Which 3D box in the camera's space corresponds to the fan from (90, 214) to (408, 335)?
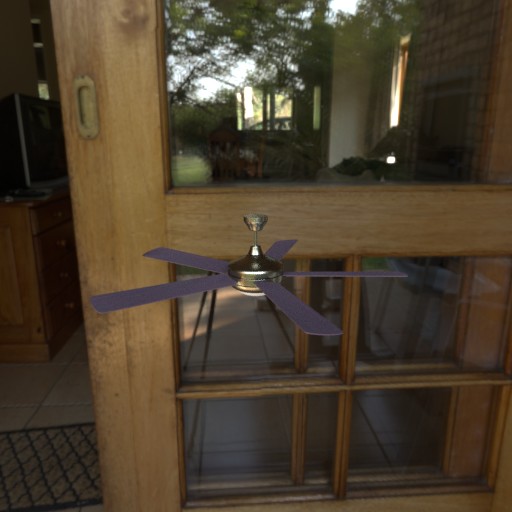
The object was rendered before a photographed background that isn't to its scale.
[{"bbox_3d":[0.000,0.000,1.952,1.321,0.356,1.321,-2,15,-9],"label":"fan"}]
